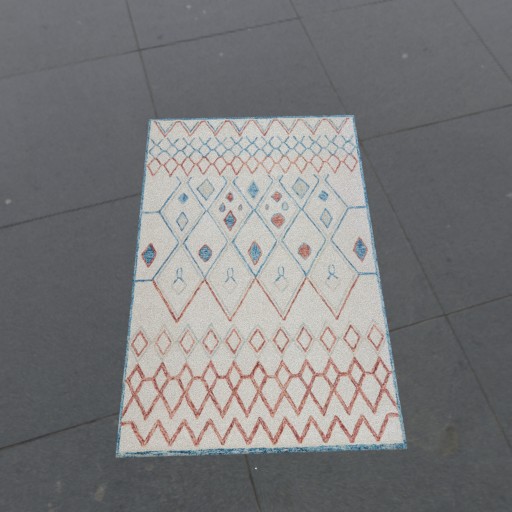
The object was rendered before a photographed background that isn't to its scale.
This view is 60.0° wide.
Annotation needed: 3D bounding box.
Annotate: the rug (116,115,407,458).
[{"bbox_3d":[0.000,0.000,2.246,1.219,0.016,1.829,-1,64,-1],"label":"rug"}]
